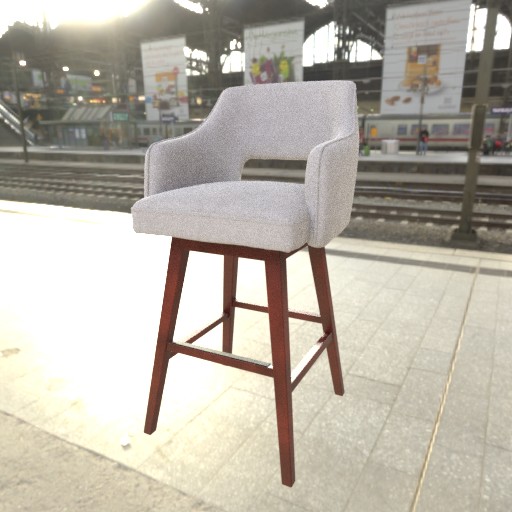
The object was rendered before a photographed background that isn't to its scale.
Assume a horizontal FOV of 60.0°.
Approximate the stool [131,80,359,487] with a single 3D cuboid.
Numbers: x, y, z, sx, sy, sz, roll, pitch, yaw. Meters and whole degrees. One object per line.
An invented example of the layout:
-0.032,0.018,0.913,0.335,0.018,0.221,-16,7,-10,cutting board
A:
0.000,0.000,1.311,0.548,1.012,0.558,8,17,26,stool
